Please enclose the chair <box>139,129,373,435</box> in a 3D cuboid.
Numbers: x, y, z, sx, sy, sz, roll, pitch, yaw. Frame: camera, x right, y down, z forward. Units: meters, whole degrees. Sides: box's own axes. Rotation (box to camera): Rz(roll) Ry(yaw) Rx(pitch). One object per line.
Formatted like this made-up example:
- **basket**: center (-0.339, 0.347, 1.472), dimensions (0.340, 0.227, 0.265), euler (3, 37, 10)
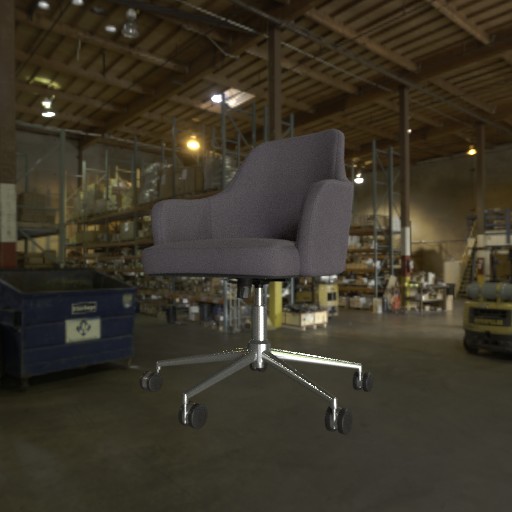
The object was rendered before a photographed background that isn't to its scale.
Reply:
- **chair**: center (0.000, 0.000, 1.282), dimensions (0.655, 0.820, 0.600), euler (-1, -1, 36)
